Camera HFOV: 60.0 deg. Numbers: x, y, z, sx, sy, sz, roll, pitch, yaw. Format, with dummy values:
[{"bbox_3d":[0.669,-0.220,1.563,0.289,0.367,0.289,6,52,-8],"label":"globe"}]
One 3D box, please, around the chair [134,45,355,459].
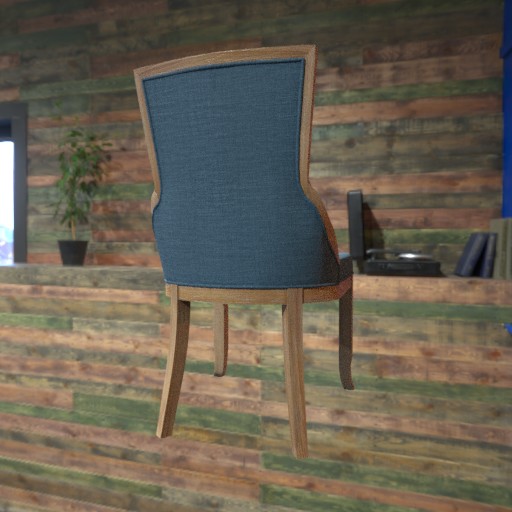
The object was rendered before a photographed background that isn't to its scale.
[{"bbox_3d":[0.000,0.000,1.320,0.524,0.947,0.641,1,2,18],"label":"chair"}]
